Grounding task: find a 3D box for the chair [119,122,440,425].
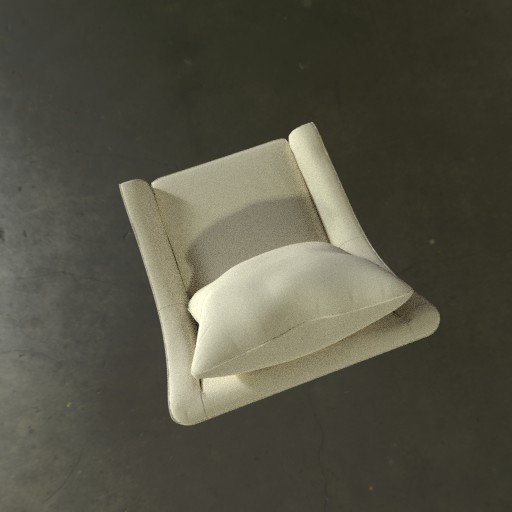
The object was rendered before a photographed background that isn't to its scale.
[{"bbox_3d":[0.000,0.000,1.561,0.756,0.965,0.876,-19,76,-5],"label":"chair"}]
